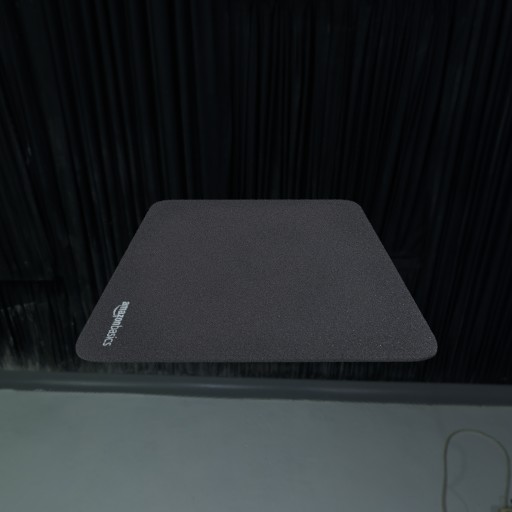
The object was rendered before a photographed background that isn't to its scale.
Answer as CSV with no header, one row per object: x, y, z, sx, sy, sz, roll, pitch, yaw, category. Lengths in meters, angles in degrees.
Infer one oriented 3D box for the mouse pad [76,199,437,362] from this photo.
0.000,0.000,0.451,0.269,0.002,0.315,0,28,0,mouse pad
